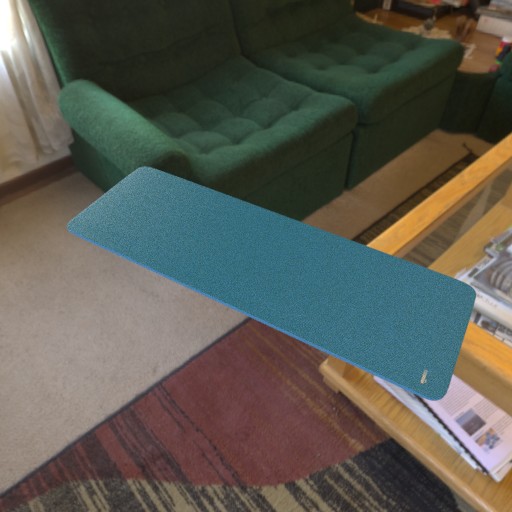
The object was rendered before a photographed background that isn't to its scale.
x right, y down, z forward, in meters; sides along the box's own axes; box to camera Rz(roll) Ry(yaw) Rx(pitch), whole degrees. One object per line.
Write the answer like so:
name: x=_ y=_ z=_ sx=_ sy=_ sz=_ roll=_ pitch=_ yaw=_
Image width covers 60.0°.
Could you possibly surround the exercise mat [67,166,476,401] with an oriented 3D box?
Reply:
exercise mat: x=0.000 y=0.000 z=2.056 sx=1.869 sy=0.021 sz=0.616 roll=22 pitch=50 yaw=20
